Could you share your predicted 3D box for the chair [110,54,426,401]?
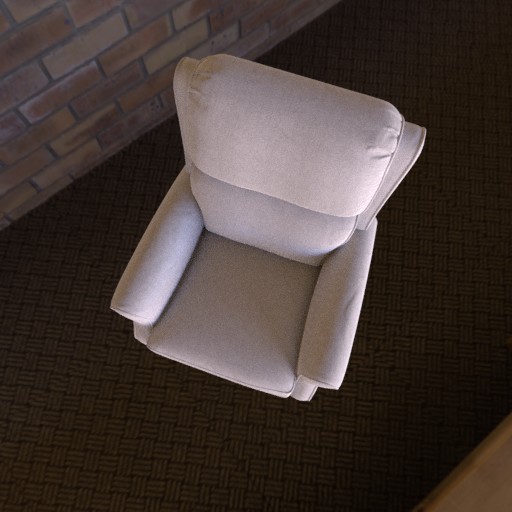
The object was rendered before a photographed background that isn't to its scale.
[{"bbox_3d":[0.000,0.000,1.676,0.859,1.046,0.919,19,75,5],"label":"chair"}]
